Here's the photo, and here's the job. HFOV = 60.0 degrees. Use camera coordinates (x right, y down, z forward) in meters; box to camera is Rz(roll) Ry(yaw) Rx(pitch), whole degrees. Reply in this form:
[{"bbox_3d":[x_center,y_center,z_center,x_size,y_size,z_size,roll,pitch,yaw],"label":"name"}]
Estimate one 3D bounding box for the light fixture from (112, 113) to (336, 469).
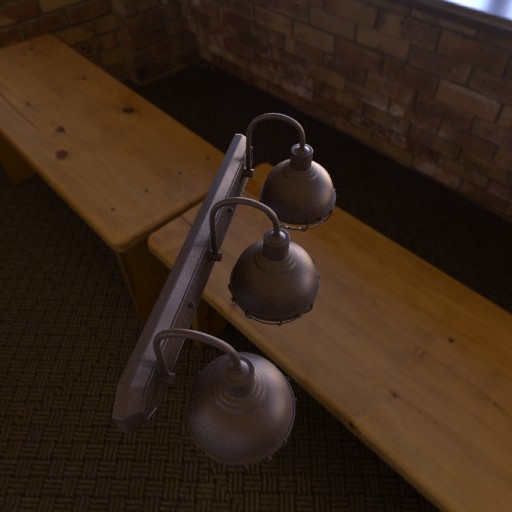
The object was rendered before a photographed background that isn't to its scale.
[{"bbox_3d":[0.000,0.000,0.759,0.229,0.254,0.634,11,50,9],"label":"light fixture"}]
